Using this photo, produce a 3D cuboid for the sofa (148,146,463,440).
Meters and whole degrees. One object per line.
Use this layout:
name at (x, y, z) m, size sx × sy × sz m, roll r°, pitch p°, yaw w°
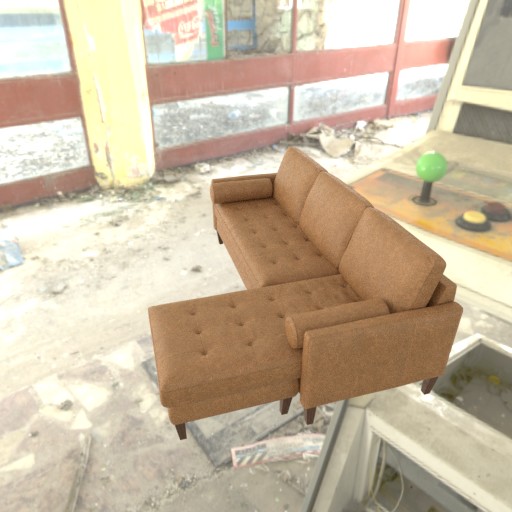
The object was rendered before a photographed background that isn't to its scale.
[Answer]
sofa at (0.000, 0.000, 2.979) m, size 1.506 × 0.876 × 2.178 m, roll -9°, pitch 31°, yaw -14°
